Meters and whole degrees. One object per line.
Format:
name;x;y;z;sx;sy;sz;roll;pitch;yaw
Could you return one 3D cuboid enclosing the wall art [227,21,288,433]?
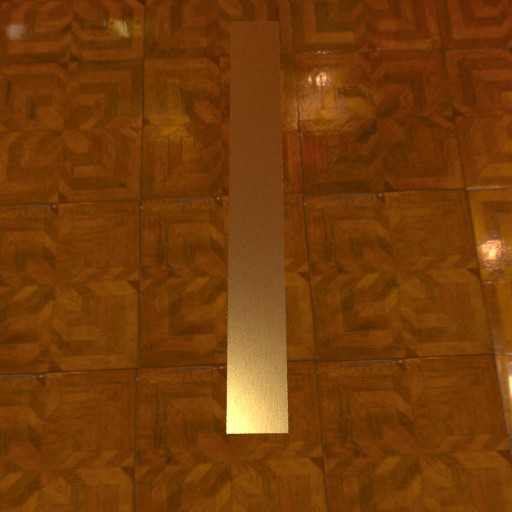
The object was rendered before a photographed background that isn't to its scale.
wall art;0.000;0.000;0.459;0.038;0.304;0.304;0;76;0
